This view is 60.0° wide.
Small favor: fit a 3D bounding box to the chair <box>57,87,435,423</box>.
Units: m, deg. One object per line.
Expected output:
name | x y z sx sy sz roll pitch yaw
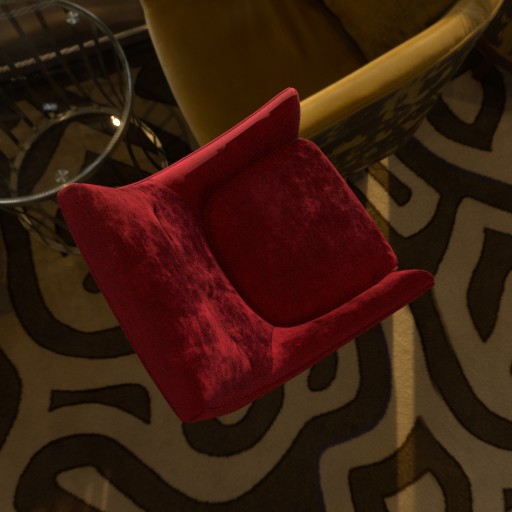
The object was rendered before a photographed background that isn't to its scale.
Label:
chair | 0.000 0.000 1.427 0.787 0.838 0.762 -32 79 -7
